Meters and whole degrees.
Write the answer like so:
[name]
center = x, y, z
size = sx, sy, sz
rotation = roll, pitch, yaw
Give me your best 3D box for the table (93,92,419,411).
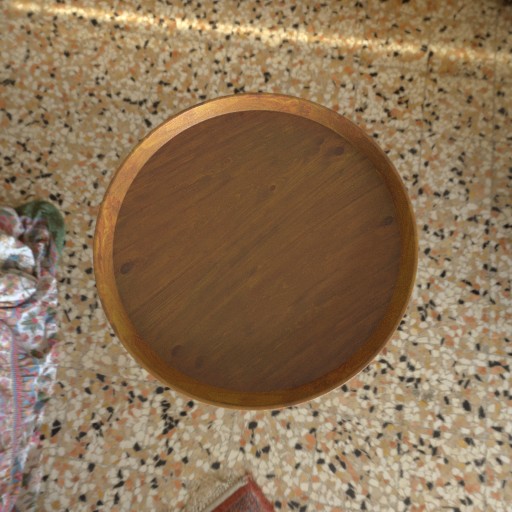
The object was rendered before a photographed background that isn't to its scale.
[table]
center = 0.000, 0.000, 1.584
size = 1.016, 0.470, 1.016
rotation = 0, 75, 0
